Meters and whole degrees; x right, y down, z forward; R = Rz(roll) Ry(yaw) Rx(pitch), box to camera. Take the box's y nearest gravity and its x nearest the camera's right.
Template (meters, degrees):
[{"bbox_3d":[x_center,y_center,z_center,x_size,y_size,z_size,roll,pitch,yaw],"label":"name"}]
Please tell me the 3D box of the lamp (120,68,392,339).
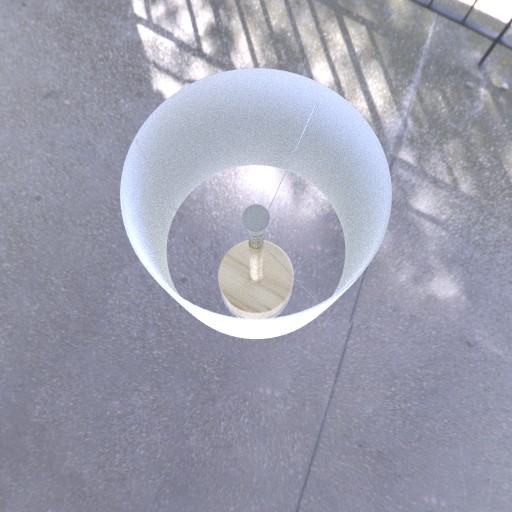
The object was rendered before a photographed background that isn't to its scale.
[{"bbox_3d":[0.000,0.000,0.597,0.229,0.470,0.229,30,77,8],"label":"lamp"}]
